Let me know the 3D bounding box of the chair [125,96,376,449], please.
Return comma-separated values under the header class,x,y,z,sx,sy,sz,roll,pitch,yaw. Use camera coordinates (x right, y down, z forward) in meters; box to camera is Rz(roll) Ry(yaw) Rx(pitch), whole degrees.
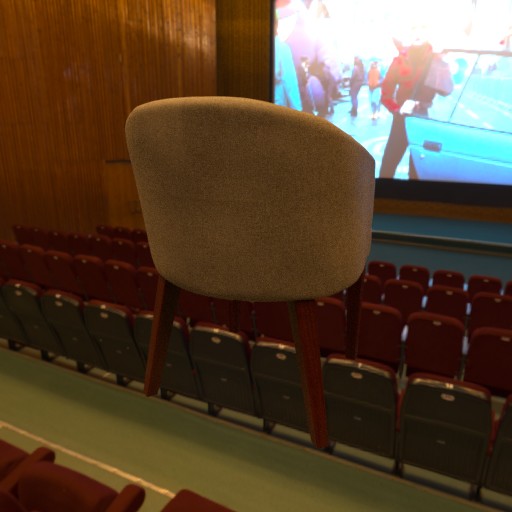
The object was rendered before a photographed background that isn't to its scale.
class,x,y,z,sx,sy,sz,roll,pitch,yaw
chair,0.000,0.000,1.242,0.583,0.811,0.655,8,18,24
